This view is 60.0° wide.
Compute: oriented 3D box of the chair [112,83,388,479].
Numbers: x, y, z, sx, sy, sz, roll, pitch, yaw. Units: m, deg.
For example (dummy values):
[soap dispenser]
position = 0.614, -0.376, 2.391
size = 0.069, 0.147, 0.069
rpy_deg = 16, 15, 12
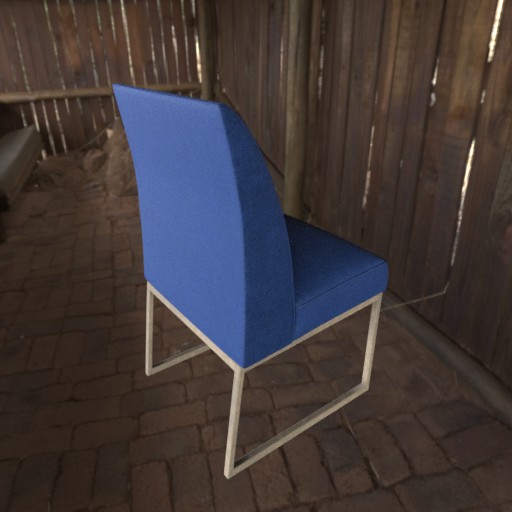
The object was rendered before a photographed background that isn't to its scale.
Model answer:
[chair]
position = 0.000, 0.000, 1.191
size = 0.522, 0.863, 0.508
rpy_deg = -18, 31, -33
